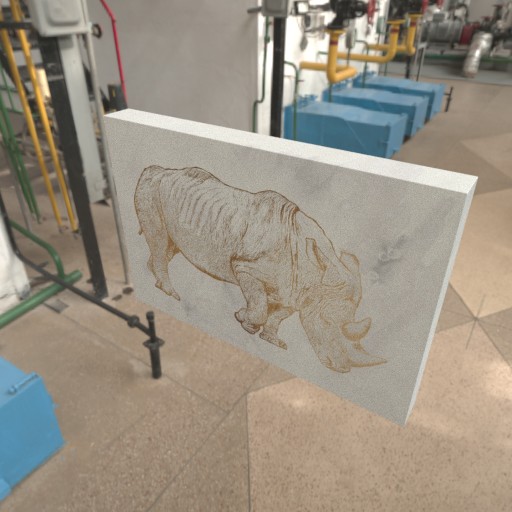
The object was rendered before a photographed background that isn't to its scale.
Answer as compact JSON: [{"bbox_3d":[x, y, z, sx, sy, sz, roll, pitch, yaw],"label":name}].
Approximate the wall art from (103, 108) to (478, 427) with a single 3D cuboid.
[{"bbox_3d":[0.000,0.000,0.480,0.381,0.254,0.038,19,37,28],"label":"wall art"}]
